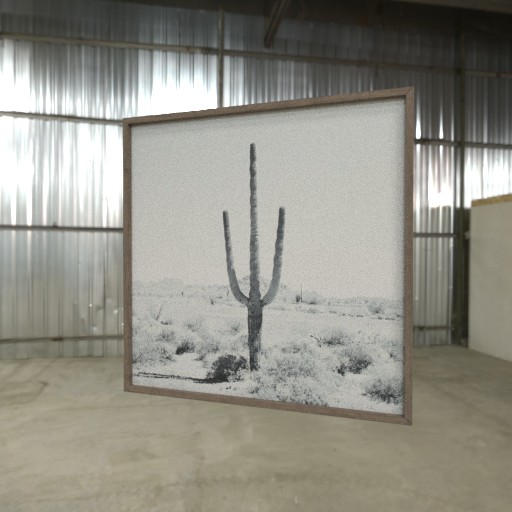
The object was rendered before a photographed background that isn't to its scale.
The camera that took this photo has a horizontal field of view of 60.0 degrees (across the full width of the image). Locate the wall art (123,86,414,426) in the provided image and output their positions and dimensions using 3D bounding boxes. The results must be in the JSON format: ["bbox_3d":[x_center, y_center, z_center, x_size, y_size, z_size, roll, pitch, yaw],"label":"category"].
[{"bbox_3d":[0.000,0.000,0.761,0.508,0.508,0.038,0,1,18],"label":"wall art"}]
